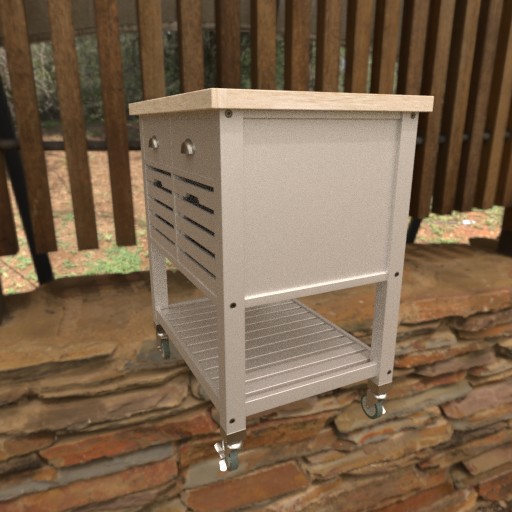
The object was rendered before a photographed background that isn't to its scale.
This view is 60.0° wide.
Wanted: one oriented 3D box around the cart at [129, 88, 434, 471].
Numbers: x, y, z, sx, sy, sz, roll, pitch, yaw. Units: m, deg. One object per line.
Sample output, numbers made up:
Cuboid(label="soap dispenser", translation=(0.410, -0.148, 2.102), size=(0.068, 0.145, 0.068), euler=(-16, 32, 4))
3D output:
Cuboid(label="cart", translation=(0.000, 0.000, 1.382), size=(0.559, 0.914, 0.762), euler=(-8, 18, -25))
